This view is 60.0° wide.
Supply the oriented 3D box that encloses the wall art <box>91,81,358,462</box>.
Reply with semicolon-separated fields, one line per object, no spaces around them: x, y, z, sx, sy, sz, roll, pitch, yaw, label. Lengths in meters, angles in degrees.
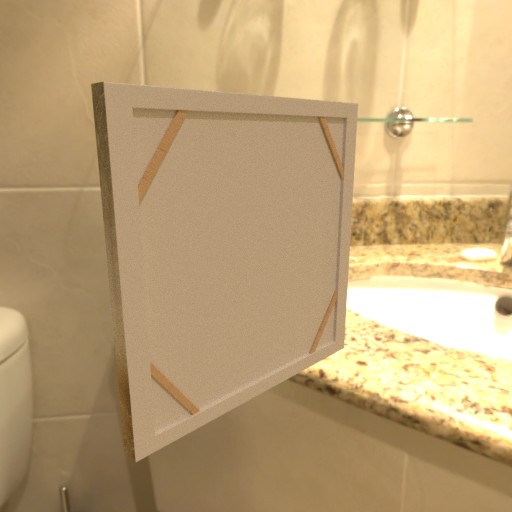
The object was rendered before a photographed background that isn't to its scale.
0.000;0.000;0.895;0.610;0.610;0.038;-14;21;-42;wall art
